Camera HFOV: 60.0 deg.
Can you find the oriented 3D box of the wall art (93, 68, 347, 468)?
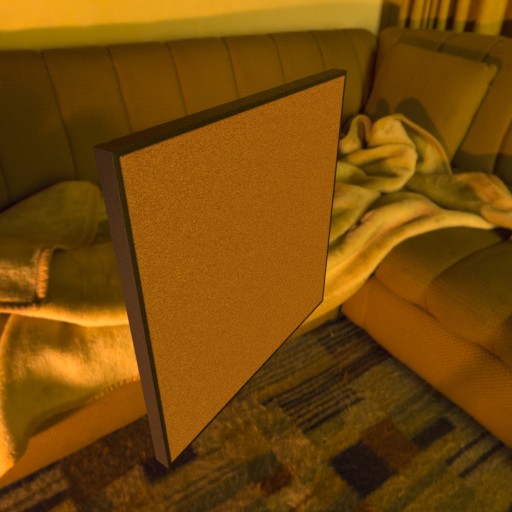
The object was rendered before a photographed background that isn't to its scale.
[{"bbox_3d":[0.000,0.000,0.738,0.028,0.511,0.513,21,38,29],"label":"wall art"}]
